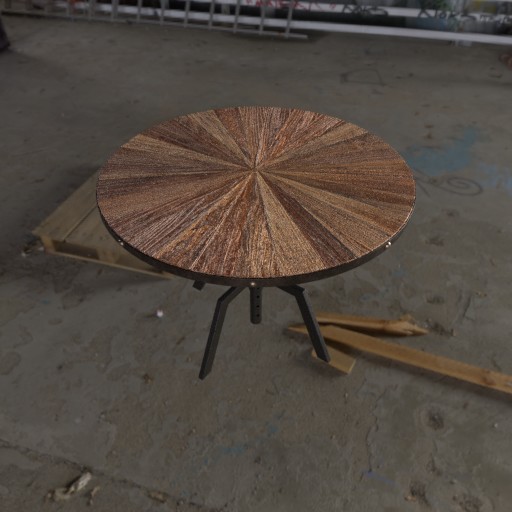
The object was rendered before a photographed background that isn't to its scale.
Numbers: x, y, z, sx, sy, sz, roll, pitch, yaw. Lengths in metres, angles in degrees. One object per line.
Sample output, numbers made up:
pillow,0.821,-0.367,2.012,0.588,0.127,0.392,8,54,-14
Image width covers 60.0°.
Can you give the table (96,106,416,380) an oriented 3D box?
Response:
table,0.000,0.000,1.482,0.885,0.658,0.885,0,41,0
